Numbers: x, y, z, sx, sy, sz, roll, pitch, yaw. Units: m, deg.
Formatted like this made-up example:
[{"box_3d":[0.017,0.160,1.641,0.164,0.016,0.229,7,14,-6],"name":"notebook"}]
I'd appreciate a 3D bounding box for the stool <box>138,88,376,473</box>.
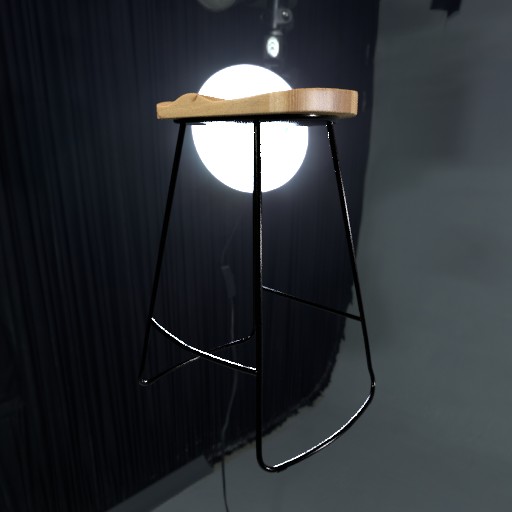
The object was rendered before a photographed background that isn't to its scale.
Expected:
[{"box_3d":[0.000,0.000,0.978,0.480,0.679,0.401,14,20,43],"name":"stool"}]
